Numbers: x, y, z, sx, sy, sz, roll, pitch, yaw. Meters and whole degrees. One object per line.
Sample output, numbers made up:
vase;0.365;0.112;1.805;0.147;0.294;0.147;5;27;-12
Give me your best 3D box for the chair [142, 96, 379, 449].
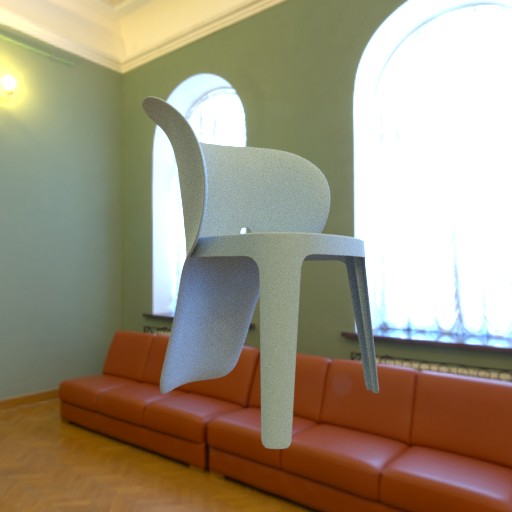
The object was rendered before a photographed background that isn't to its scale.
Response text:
chair;0.000;0.000;0.870;0.402;0.554;0.451;-2;-3;36
